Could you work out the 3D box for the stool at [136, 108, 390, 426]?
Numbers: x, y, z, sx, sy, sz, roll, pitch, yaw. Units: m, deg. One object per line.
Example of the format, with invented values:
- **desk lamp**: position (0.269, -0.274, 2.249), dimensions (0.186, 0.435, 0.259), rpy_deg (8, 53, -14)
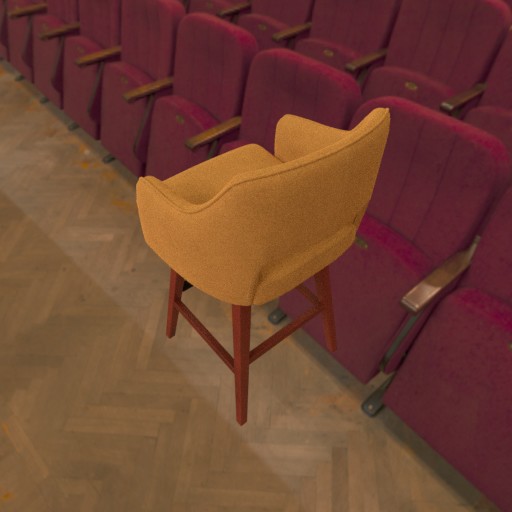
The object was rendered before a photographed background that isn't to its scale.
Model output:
- **stool**: position (0.000, 0.000, 1.344), dimensions (0.548, 1.012, 0.558), rpy_deg (-31, 53, -26)
